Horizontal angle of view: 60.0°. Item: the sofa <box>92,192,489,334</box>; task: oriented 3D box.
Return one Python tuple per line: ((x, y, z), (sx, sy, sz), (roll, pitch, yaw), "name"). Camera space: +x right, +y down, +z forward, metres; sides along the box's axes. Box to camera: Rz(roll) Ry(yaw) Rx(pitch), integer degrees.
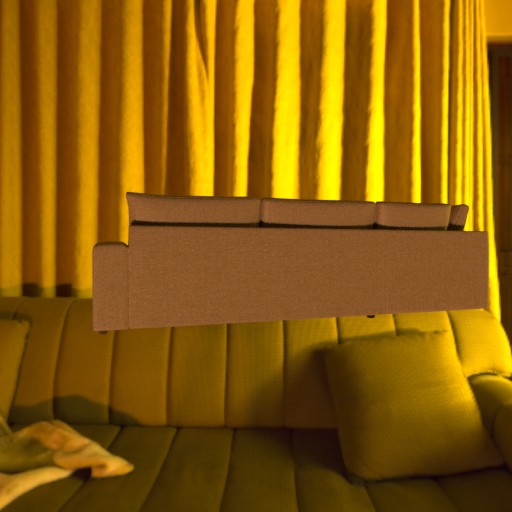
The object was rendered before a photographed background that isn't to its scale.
((0.000, 0.000, 4.033), (2.742, 0.800, 2.622), (0, 1, -19), "sofa")
